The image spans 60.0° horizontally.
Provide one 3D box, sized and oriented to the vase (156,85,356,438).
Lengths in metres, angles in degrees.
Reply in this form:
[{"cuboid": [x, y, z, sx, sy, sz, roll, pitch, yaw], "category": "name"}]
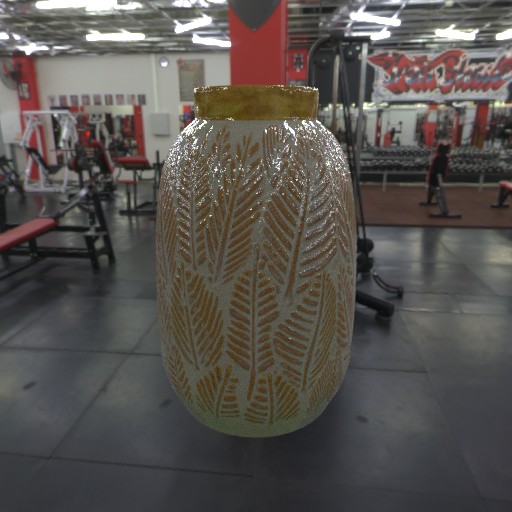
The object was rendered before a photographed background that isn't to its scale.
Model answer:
[{"cuboid": [0.000, 0.000, 0.383, 0.172, 0.270, 0.172, 0, 17, 0], "category": "vase"}]
